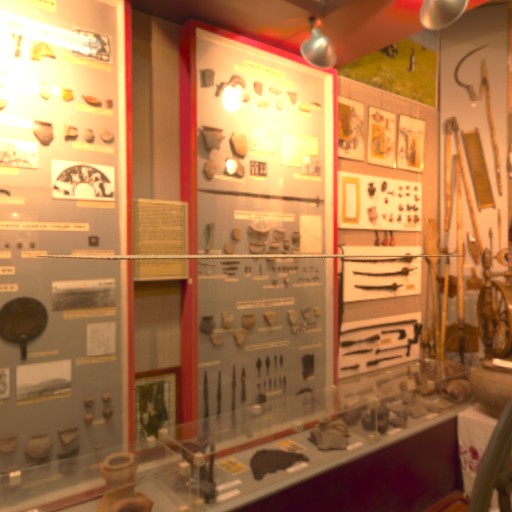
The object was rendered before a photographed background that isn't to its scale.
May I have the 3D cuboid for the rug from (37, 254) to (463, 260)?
[{"bbox_3d":[0.000,0.000,2.966,2.428,0.007,1.519,0,1,-35],"label":"rug"}]
